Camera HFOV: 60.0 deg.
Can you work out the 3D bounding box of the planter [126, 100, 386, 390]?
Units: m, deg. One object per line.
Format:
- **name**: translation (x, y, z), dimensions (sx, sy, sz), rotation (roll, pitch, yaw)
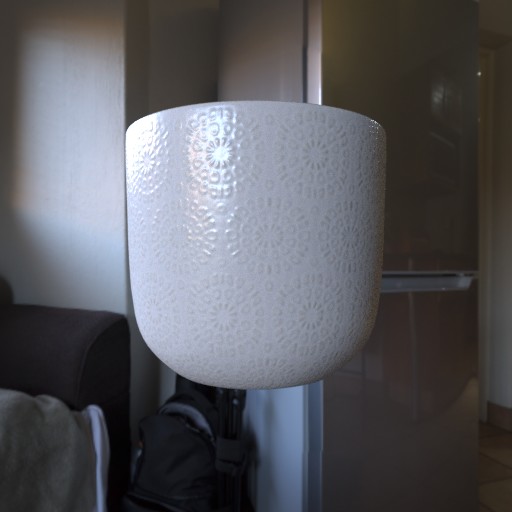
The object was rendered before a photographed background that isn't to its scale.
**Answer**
- **planter**: translation (0.000, 0.000, 0.370), dimensions (0.208, 0.190, 0.208), rotation (0, 1, 0)
